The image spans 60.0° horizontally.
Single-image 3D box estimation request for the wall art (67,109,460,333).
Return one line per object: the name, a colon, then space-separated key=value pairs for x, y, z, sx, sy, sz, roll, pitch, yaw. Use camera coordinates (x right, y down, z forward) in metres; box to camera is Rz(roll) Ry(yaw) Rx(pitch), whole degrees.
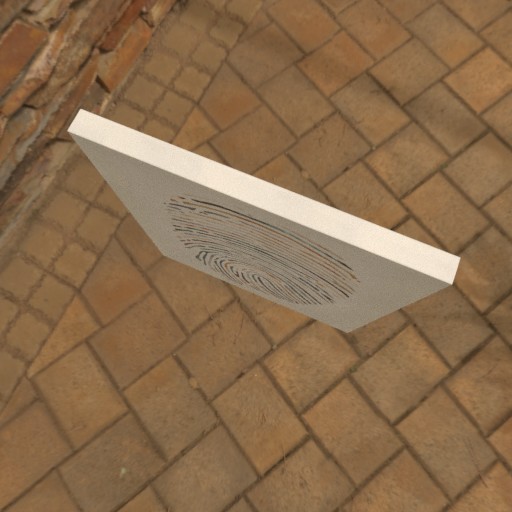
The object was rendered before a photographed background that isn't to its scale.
wall art: x=0.000 y=0.000 z=0.835 sx=0.508 sy=0.606 sz=0.037 roll=22 pitch=76 yaw=6
